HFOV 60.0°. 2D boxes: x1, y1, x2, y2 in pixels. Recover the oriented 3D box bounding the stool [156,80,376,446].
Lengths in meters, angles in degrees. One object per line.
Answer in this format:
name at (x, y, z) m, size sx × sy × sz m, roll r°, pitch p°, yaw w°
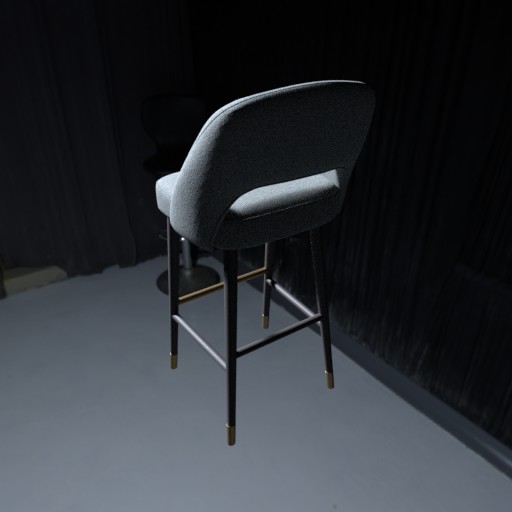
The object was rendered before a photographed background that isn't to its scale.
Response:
stool at (0.000, 0.000, 1.402) m, size 0.536 × 1.089 × 0.524 m, roll -18°, pitch 34°, yaw -29°
